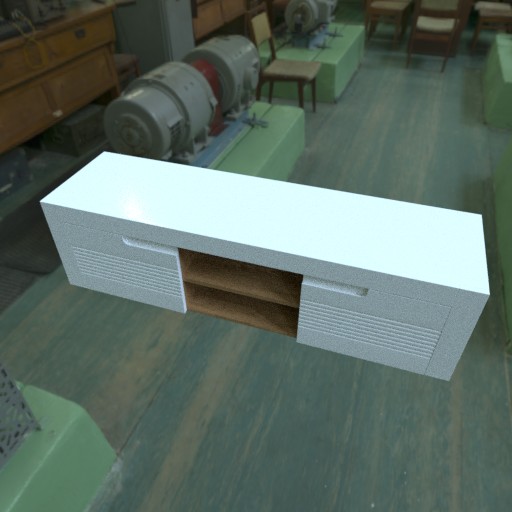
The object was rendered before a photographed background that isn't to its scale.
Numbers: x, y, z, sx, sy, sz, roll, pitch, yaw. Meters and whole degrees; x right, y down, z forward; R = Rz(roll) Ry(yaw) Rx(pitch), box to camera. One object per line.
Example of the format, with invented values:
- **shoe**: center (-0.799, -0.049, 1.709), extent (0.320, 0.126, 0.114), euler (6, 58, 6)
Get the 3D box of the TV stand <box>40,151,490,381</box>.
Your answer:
- **TV stand**: center (0.000, 0.000, 1.699), extent (1.500, 0.440, 0.410), euler (12, 41, 14)
